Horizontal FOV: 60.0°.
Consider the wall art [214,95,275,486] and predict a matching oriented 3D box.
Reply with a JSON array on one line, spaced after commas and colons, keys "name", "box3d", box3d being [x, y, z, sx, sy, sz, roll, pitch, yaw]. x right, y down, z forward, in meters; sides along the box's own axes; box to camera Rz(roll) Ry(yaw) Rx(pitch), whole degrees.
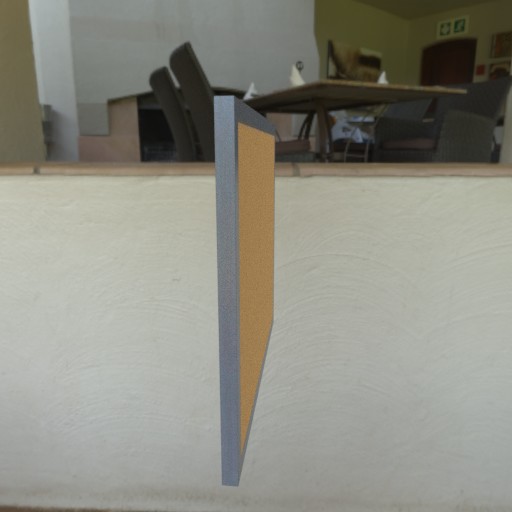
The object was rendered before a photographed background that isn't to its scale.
[{"name": "wall art", "box3d": [0.000, 0.000, 0.923, 0.026, 0.558, 0.660, 2, 14, 7]}]
